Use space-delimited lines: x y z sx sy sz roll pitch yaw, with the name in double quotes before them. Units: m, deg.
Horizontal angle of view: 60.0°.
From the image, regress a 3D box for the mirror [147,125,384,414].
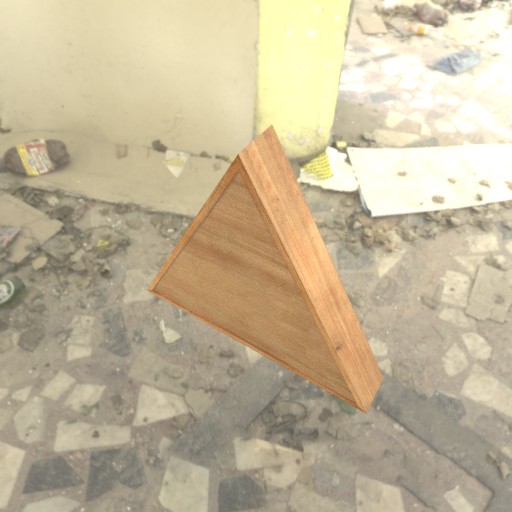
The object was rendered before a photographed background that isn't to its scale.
"mirror" 0.000 0.000 0.899 0.631 0.548 0.100 25 52 21
